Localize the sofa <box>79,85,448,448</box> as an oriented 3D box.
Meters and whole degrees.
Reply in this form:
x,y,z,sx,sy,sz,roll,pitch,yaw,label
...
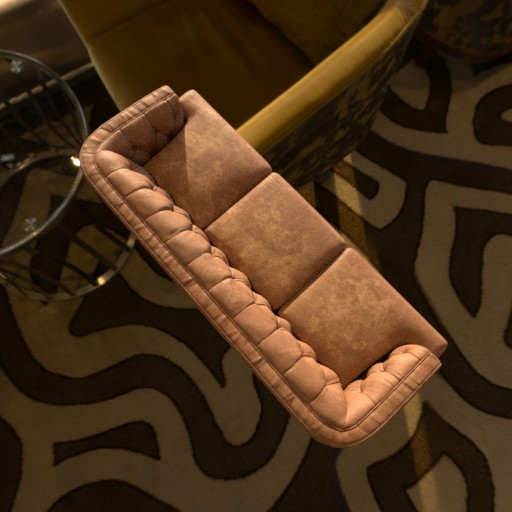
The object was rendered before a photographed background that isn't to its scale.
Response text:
x,y,z,sx,sy,sz,roll,pitch,yaw,label
0.000,0.000,2.654,0.922,0.791,2.257,-41,79,-10,sofa
